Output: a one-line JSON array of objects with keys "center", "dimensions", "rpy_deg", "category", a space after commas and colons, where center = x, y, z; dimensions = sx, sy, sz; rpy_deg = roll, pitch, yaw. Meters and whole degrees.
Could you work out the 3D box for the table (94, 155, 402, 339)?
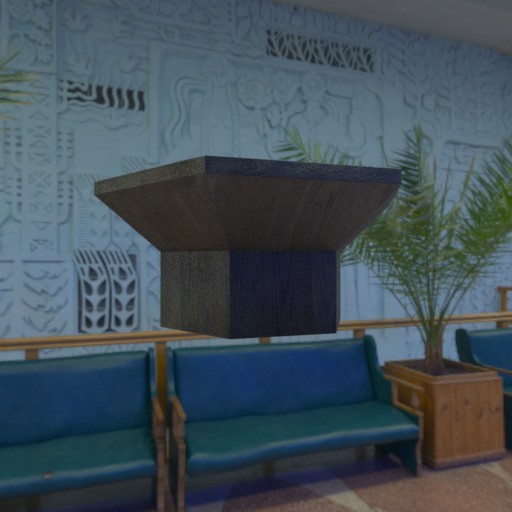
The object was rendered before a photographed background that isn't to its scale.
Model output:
[{"center": [0.000, 0.000, 1.621], "dimensions": [1.115, 0.488, 0.966], "rpy_deg": [0, 0, -17], "category": "table"}]
